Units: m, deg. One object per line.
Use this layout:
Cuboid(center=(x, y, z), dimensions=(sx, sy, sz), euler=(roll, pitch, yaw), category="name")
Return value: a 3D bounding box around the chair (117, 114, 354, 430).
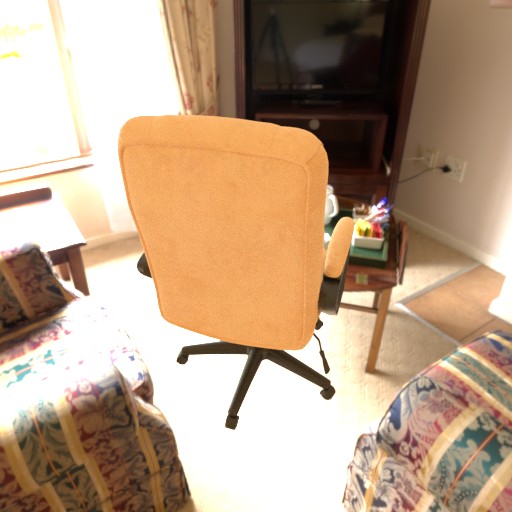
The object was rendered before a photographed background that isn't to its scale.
Cuboid(center=(0.000, 0.000, 1.540), dimensions=(0.667, 1.105, 0.724), euler=(9, 33, 15), category="chair")
